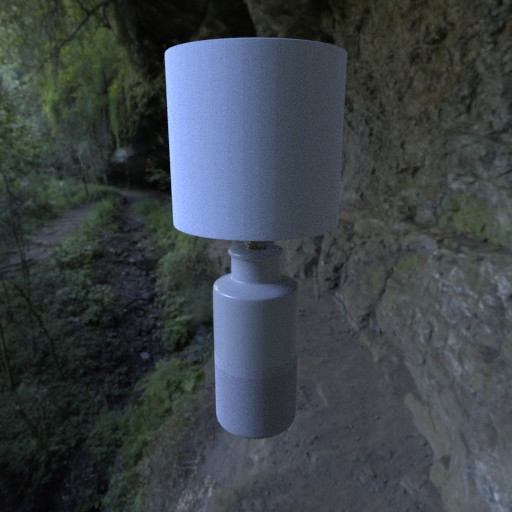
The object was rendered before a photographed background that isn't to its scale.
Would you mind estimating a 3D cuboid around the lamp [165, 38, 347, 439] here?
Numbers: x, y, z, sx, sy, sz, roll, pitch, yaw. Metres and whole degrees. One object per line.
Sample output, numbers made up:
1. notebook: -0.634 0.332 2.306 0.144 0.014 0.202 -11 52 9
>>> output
1. lamp: 0.000 0.000 0.592 0.212 0.493 0.212 7 17 24
